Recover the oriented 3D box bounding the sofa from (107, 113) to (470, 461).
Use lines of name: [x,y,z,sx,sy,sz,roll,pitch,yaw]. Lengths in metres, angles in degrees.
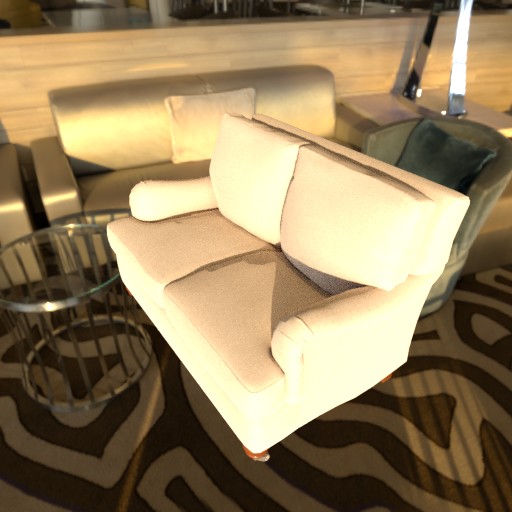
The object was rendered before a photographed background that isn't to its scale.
sofa: [0.000,0.000,2.223,1.087,1.048,1.508,-21,39,-28]
